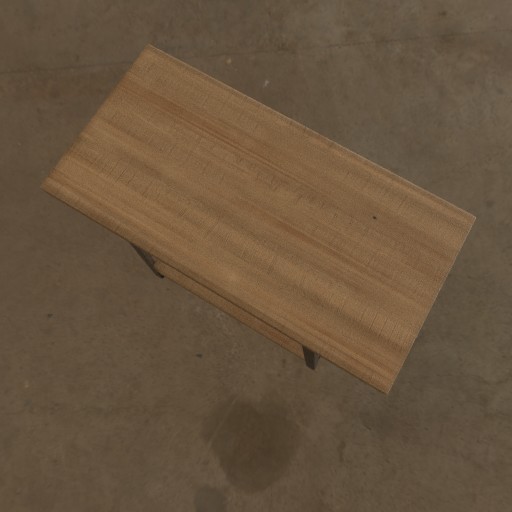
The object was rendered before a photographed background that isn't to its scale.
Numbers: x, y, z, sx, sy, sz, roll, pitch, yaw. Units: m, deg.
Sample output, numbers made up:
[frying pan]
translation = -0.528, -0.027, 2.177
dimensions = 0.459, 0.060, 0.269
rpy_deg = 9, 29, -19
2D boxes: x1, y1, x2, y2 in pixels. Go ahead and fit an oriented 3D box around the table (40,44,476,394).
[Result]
[table]
translation = 0.000, 0.000, 1.017
dimensions = 0.599, 0.701, 0.300
rpy_deg = 30, 78, 7
